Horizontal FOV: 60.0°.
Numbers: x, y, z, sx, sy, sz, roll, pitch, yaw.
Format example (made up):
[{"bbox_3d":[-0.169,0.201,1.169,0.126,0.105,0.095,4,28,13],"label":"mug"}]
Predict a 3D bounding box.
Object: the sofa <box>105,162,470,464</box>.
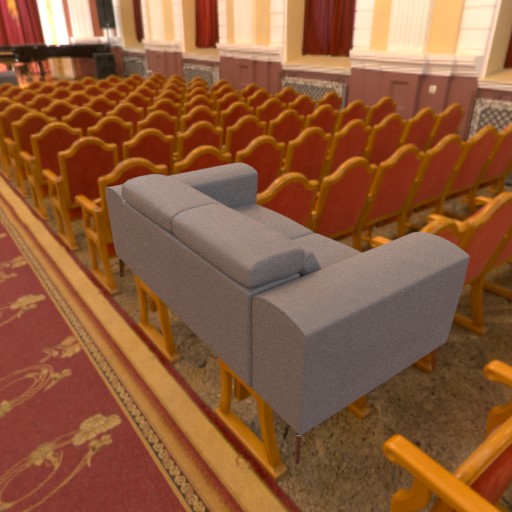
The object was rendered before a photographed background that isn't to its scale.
[{"bbox_3d":[0.000,0.000,2.464,1.003,0.779,1.895,-19,32,-32],"label":"sofa"}]
